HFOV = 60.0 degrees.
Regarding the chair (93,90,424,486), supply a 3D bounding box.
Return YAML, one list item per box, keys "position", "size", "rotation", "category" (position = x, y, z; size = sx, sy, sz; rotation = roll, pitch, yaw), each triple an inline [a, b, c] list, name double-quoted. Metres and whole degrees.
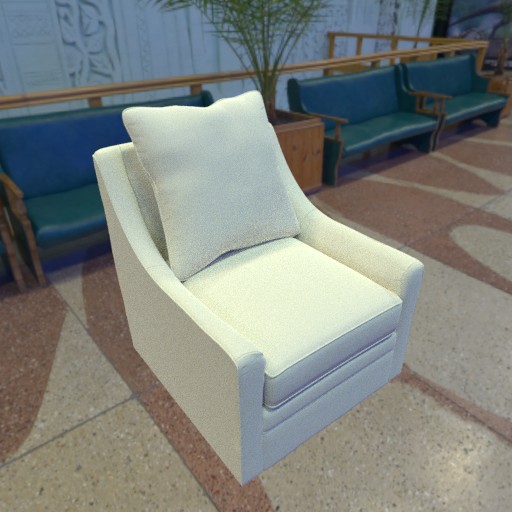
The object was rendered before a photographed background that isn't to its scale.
- position: [0.000, 0.000, 1.555]
  size: [0.756, 0.965, 0.876]
  rotation: [-21, 36, -32]
  category: "chair"
